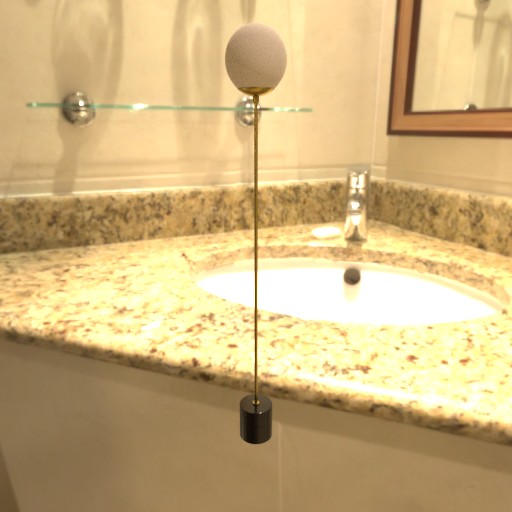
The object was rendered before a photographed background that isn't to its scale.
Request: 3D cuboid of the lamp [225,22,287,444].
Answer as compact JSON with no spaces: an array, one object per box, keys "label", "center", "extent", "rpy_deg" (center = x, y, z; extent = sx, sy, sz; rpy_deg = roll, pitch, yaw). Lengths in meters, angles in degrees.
[{"label":"lamp","center":[0.000,0.000,1.844],"extent":[0.229,1.748,0.229],"rpy_deg":[9,19,27]}]
